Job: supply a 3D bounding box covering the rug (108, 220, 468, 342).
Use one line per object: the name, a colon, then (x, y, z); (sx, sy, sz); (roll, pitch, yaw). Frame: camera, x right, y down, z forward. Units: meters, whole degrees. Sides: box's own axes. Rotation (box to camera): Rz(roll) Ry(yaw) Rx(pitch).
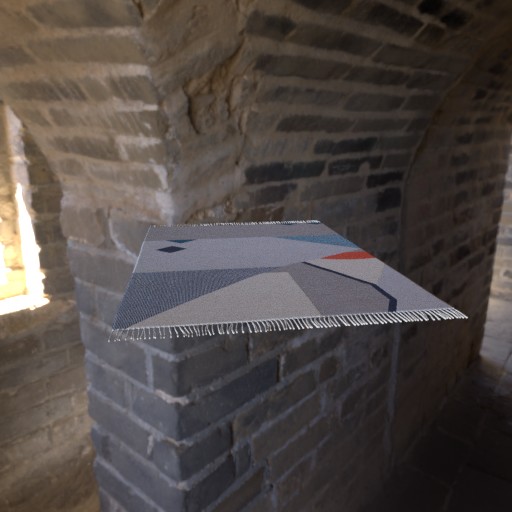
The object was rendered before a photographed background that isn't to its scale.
rug: (0.000, 0.000, 2.321); (1.220, 0.005, 1.828); (-2, 16, -9)
